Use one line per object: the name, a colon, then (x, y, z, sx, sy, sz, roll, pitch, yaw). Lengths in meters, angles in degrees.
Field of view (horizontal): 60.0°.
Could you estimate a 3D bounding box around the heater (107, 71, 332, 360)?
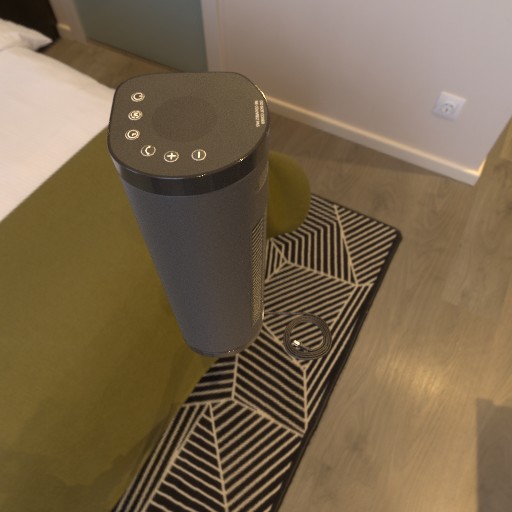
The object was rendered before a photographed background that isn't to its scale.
heater: (0.000, 0.000, 0.704, 0.312, 0.552, 0.174, -2, 59, -1)
